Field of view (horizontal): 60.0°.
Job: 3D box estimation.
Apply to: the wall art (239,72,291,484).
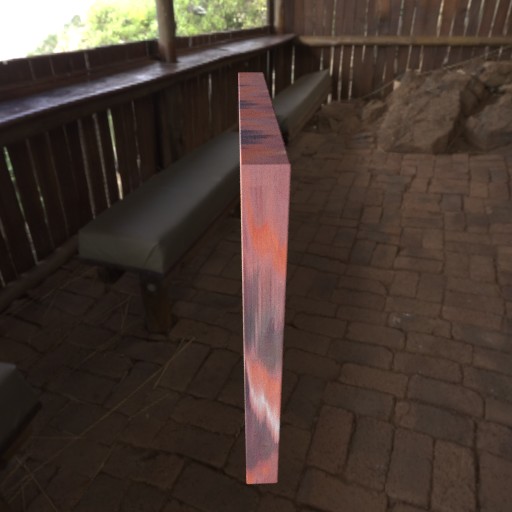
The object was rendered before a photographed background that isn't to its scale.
[{"bbox_3d":[0.000,0.000,0.607,0.038,0.406,0.403,-1,32,-2],"label":"wall art"}]
